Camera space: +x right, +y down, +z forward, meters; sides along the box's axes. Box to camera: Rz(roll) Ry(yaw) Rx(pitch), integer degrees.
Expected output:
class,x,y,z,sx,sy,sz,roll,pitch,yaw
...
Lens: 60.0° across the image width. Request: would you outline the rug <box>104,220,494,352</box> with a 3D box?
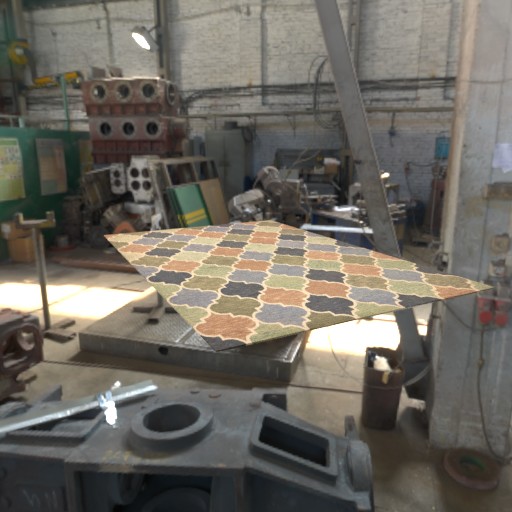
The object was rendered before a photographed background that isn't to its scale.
class,x,y,z,sx,sy,sz,roll,pitch,yaw
rug,0.000,0.000,2.302,1.216,0.006,1.828,-7,16,-27
